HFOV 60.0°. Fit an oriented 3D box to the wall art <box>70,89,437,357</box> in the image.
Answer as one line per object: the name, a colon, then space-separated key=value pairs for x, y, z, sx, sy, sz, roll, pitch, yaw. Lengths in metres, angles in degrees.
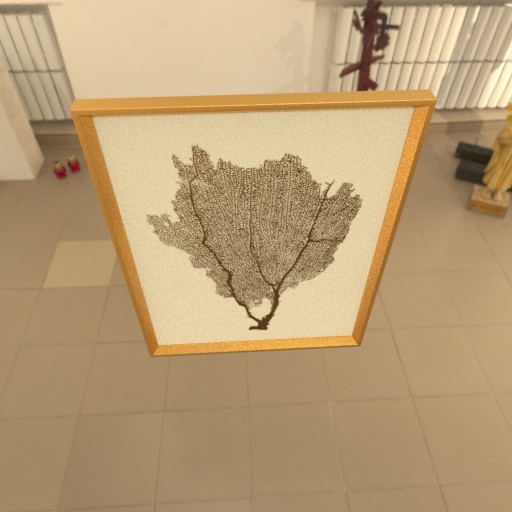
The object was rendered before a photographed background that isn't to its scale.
wall art: x=0.000 y=0.000 z=1.022 sx=0.610 sy=0.762 sz=0.038 roll=-2 pitch=46 yaw=-2
